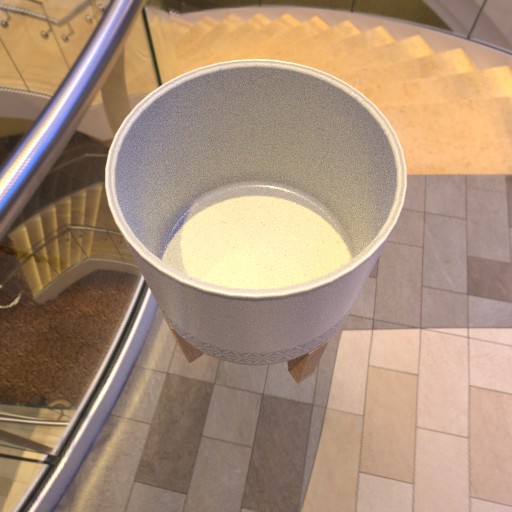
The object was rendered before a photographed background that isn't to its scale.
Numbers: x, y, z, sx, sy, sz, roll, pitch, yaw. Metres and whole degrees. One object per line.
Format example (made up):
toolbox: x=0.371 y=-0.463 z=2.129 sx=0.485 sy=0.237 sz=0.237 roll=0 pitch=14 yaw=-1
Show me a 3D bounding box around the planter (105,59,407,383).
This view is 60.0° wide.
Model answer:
planter: x=0.000 y=0.000 z=0.270 sx=0.130 sy=0.178 sz=0.130 roll=0 pitch=62 yaw=0
